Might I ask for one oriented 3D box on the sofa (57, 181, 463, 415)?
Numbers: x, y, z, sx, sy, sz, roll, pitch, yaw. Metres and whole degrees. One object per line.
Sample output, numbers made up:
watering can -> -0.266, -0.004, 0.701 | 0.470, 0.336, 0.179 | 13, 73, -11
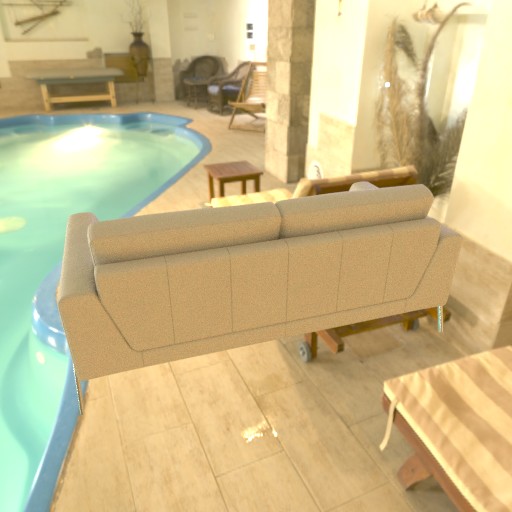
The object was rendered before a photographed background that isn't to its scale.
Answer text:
sofa -> 0.000, 0.000, 2.524 | 2.017, 0.875, 0.953 | -9, 29, -16
